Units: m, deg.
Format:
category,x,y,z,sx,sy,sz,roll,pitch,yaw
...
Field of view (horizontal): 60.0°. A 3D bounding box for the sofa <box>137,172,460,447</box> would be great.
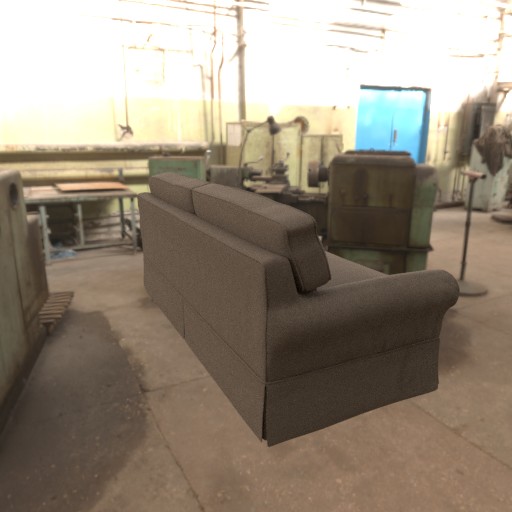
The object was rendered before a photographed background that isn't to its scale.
category,x,y,z,sx,sy,sz,roll,pitch,yaw
sofa,0.000,0.000,2.756,0.991,0.943,2.248,-7,17,-25
